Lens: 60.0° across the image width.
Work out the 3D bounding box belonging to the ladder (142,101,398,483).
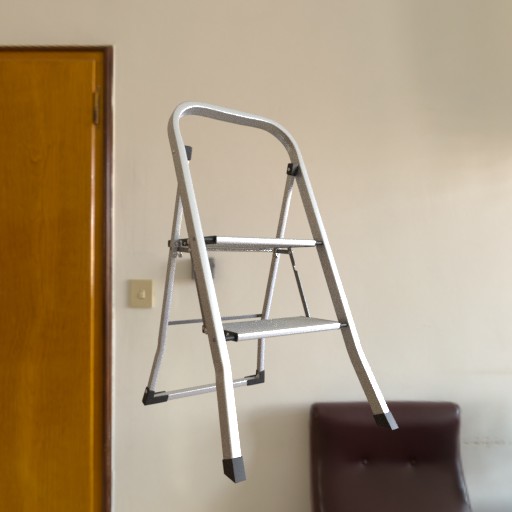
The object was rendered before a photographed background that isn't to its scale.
[{"bbox_3d":[0.000,0.000,1.153,0.465,0.830,0.530,1,-1,-35],"label":"ladder"}]
